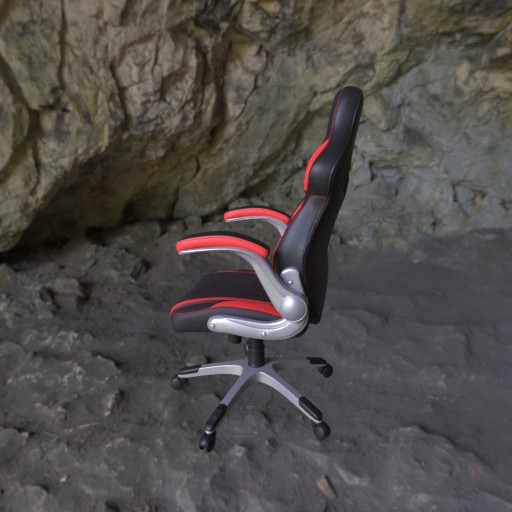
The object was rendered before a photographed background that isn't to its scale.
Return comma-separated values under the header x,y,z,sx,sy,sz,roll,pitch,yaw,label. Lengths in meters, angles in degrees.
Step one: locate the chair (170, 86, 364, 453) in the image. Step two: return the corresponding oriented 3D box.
x,y,z,sx,sy,sz,roll,pitch,yaw,label
0.000,0.000,1.642,0.712,1.165,0.758,3,15,10,chair
